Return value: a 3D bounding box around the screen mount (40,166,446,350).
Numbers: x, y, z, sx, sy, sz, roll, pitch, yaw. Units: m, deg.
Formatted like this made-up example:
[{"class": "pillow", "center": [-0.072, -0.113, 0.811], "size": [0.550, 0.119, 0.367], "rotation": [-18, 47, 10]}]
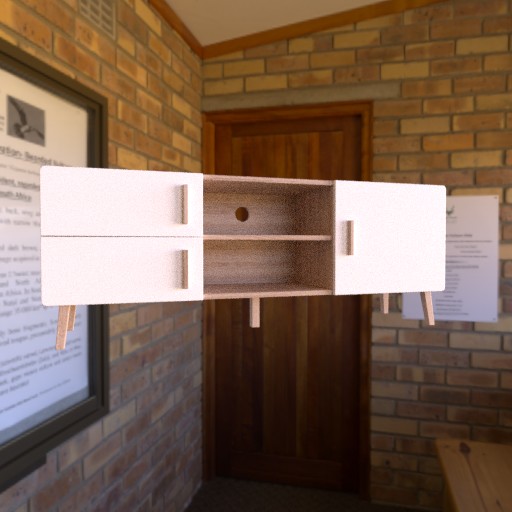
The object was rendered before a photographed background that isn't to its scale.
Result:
[{"class": "screen mount", "center": [0.000, 0.000, 1.760], "size": [1.500, 0.570, 0.420], "rotation": [0, 1, -18]}]
